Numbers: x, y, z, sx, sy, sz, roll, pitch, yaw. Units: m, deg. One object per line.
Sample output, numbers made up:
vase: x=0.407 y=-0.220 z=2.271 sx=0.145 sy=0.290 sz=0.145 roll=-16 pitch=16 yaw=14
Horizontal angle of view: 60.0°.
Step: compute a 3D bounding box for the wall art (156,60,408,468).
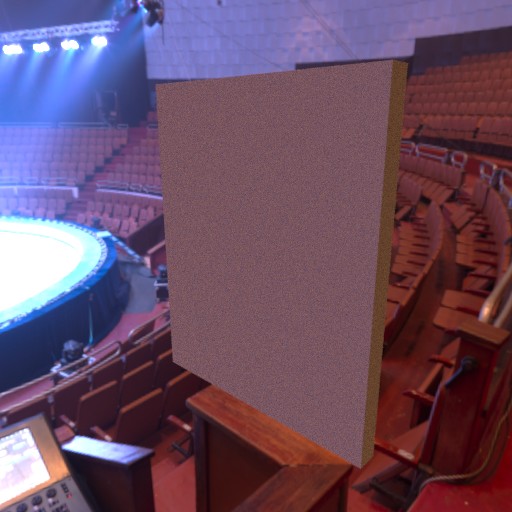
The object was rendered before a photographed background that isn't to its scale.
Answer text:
wall art: x=0.000 y=0.000 z=0.731 sx=0.451 sy=0.553 sz=0.039 roll=15 pitch=22 yaw=41
